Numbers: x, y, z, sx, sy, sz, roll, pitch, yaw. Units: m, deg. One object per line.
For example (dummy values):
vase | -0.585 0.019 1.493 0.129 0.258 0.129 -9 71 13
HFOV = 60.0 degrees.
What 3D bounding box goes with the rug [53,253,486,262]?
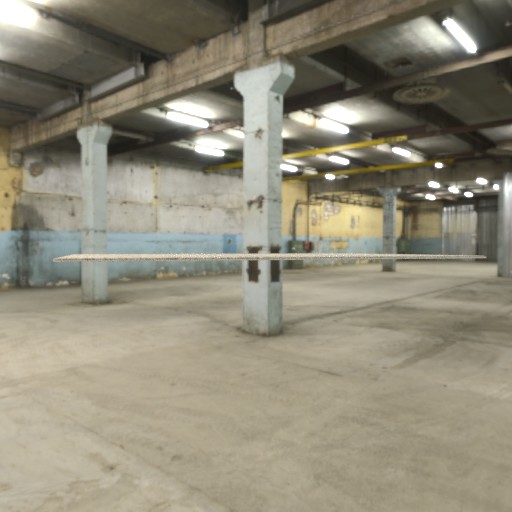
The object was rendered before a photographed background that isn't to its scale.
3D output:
rug | 0.000 0.000 2.889 2.280 0.015 1.521 0 1 -20
